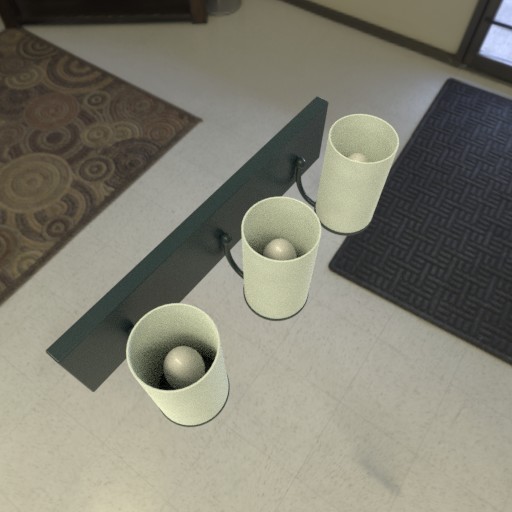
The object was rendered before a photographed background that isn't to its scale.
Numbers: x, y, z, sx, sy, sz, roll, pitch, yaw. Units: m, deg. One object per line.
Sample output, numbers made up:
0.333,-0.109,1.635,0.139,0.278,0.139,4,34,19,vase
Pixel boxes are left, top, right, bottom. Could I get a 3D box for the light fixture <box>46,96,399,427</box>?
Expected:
0.000,0.000,0.522,0.145,0.172,0.451,34,64,19,light fixture
